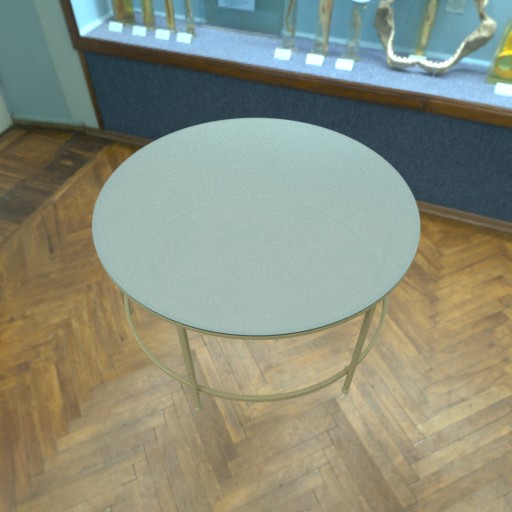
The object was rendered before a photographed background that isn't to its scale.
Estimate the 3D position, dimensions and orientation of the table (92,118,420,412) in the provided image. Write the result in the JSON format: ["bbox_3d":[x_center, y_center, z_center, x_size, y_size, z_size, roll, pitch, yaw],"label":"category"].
[{"bbox_3d":[0.000,0.000,1.443,0.914,0.470,0.914,0,47,0],"label":"table"}]
